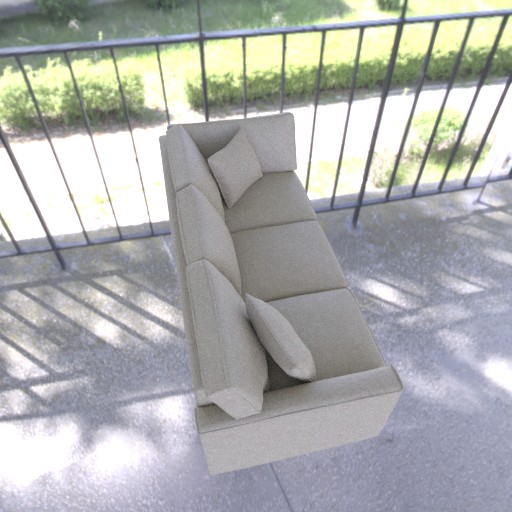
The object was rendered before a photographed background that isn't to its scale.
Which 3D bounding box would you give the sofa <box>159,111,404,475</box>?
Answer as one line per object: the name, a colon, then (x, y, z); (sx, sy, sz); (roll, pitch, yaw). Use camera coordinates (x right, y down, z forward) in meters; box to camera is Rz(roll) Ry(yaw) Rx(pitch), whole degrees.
sofa: (0.000, 0.000, 2.938); (1.061, 0.962, 2.317); (-9, 48, -9)
